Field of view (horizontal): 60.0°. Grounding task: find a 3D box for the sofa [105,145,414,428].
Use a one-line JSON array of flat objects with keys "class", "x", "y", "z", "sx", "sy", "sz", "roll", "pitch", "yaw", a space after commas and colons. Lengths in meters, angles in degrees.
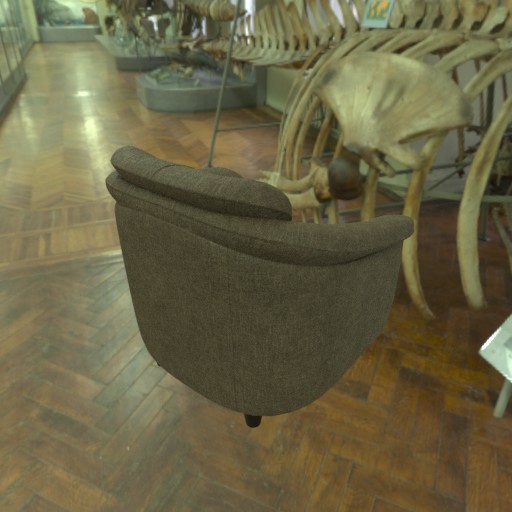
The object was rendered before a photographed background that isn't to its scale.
[{"class": "sofa", "x": 0.000, "y": 0.000, "z": 1.510, "sx": 0.870, "sy": 0.811, "sz": 0.794, "roll": 22, "pitch": 36, "yaw": 33}]
